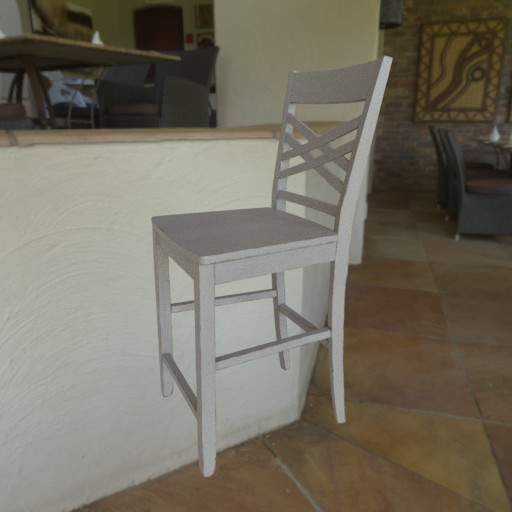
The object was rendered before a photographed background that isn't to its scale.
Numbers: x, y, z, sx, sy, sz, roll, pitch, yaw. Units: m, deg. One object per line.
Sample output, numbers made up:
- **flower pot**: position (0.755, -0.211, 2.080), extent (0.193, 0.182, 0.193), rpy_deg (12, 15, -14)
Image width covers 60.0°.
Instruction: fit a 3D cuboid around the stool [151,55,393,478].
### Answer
- **stool**: position (0.000, 0.000, 1.325), extent (0.539, 1.079, 0.462), rpy_deg (-9, 20, -25)
